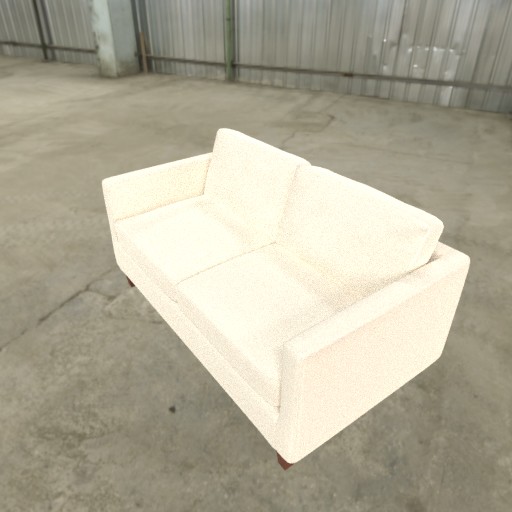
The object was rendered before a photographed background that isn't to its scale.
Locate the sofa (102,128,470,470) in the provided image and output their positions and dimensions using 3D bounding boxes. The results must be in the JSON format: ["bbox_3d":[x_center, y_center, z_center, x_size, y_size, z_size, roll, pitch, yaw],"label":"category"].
[{"bbox_3d":[0.000,0.000,2.253,0.964,0.888,1.702,-22,39,-30],"label":"sofa"}]
